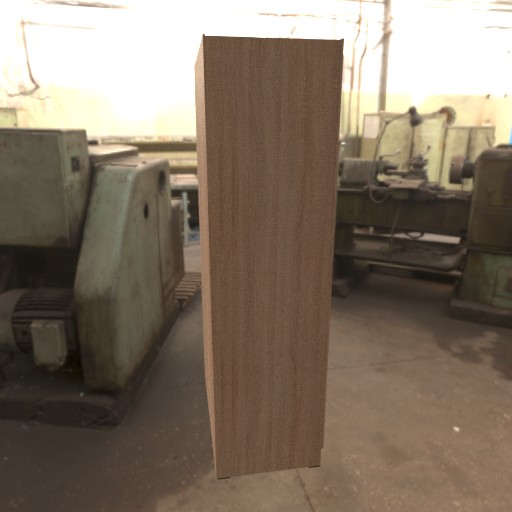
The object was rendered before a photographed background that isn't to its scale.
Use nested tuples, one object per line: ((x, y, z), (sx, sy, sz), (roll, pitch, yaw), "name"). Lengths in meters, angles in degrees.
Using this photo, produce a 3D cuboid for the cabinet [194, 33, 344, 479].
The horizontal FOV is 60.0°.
((0.000, 0.000, 2.538), (0.590, 2.121, 1.001), (-3, 17, -9), "cabinet")
